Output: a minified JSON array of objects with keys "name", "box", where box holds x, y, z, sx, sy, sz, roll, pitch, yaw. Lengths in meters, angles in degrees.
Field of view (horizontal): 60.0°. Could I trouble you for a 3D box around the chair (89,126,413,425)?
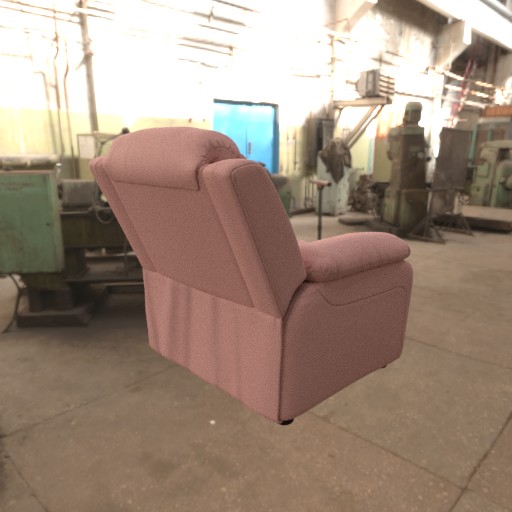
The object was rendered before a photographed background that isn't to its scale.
[{"name":"chair","box":[0.000,0.000,1.285,0.709,0.702,0.680,-13,19,-42]}]
